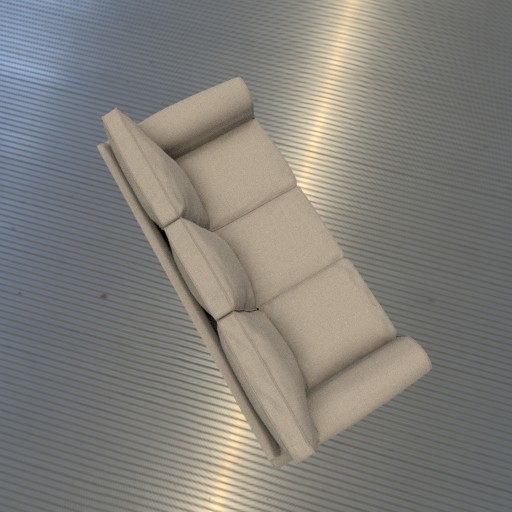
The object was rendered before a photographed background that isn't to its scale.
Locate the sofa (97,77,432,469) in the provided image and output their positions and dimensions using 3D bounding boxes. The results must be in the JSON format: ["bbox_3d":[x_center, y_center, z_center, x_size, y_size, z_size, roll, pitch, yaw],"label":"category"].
[{"bbox_3d":[0.000,0.000,2.657,0.998,0.889,2.118,-30,77,-7],"label":"sofa"}]
